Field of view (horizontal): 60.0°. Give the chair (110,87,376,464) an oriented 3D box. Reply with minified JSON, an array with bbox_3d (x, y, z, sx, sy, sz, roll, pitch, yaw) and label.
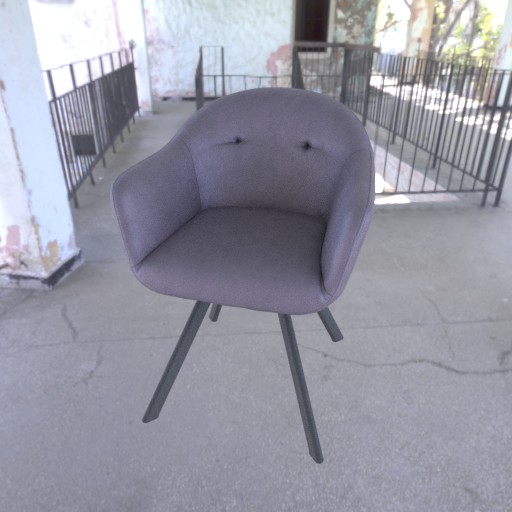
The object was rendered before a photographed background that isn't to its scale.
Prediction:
[{"bbox_3d":[0.000,0.000,1.167,0.567,0.781,0.544,7,28,14],"label":"chair"}]
